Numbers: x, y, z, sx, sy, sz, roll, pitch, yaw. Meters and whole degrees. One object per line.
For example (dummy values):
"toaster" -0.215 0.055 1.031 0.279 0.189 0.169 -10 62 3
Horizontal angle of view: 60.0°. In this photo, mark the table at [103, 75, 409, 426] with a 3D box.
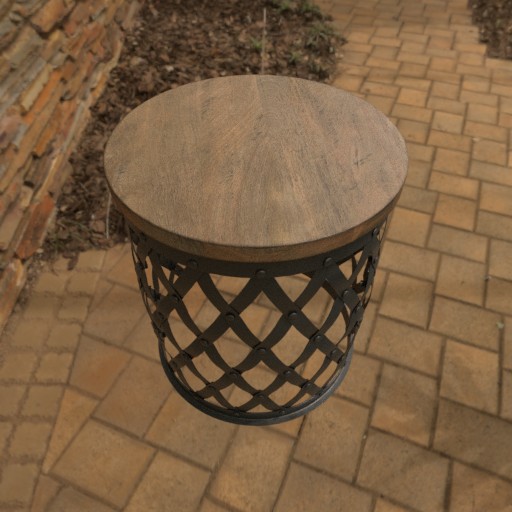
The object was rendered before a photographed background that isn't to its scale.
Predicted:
"table" 0.000 0.000 0.765 0.405 0.454 0.405 0 47 0
